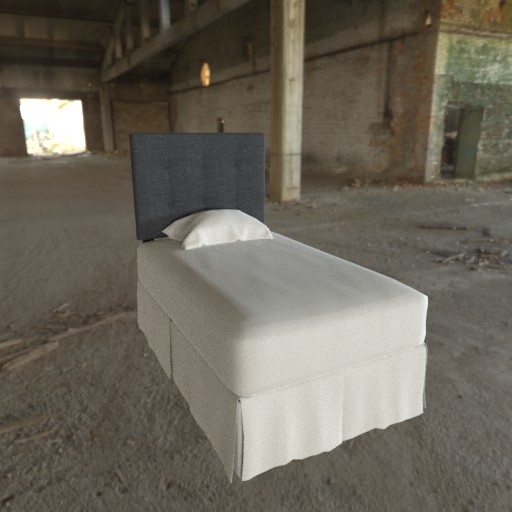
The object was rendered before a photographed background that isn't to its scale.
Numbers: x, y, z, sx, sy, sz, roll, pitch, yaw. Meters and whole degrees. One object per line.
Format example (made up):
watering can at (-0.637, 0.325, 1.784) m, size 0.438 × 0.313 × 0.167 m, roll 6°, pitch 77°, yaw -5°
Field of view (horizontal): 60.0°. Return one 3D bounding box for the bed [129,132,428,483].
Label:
bed at (0.000, 0.000, 2.938) m, size 1.261 × 1.571 × 1.997 m, roll -8°, pitch 18°, yaw -26°
